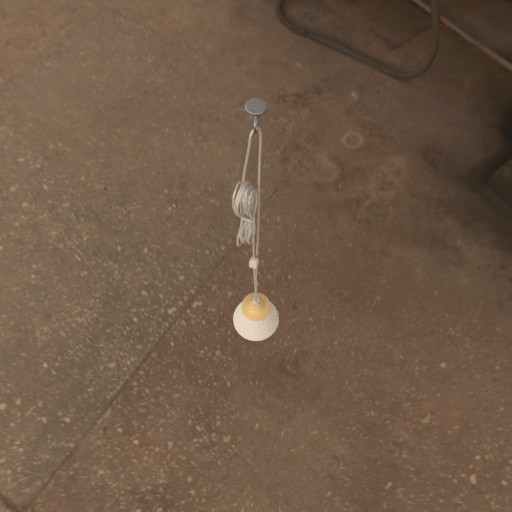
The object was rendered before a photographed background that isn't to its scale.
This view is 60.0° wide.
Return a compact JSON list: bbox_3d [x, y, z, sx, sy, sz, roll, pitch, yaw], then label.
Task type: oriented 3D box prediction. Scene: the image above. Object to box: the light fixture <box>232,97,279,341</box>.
[{"bbox_3d":[0.000,0.000,1.056,0.153,0.966,0.153,33,69,15],"label":"light fixture"}]
